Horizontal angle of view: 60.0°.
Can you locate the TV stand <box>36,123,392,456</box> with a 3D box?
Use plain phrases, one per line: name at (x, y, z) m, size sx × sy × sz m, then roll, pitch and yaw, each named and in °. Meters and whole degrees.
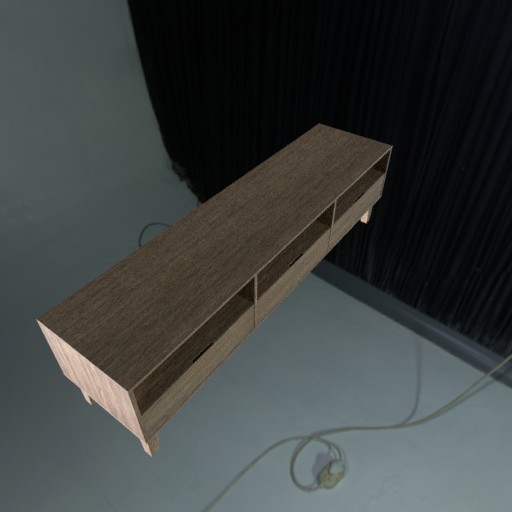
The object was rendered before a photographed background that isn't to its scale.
TV stand at (0.000, 0.000, 1.687) m, size 0.366 × 0.409 × 1.482 m, roll 26°, pitch 48°, yaw 27°
